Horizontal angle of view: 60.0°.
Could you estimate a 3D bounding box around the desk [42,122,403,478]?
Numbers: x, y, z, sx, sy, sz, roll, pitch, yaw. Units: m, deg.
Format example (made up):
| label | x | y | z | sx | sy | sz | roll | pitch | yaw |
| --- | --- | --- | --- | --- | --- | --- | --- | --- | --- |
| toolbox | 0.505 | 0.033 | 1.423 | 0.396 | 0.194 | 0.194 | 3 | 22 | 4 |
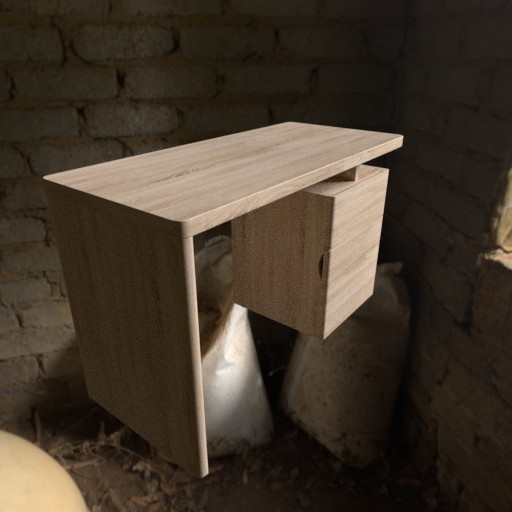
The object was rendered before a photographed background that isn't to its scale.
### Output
| label | x | y | z | sx | sy | sz | roll | pitch | yaw |
| --- | --- | --- | --- | --- | --- | --- | --- | --- | --- |
| desk | 0.000 | 0.000 | 1.630 | 0.550 | 0.760 | 1.200 | 19 | 31 | 34 |
